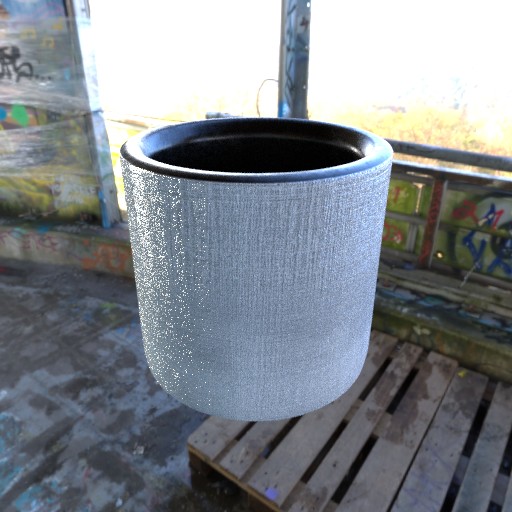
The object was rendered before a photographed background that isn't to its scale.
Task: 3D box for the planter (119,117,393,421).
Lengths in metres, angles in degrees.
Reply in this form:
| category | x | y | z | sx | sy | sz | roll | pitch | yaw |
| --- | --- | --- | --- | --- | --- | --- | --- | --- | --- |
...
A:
| category | x | y | z | sx | sy | sz | roll | pitch | yaw |
| --- | --- | --- | --- | --- | --- | --- | --- | --- | --- |
| planter | 0.000 | 0.000 | 0.298 | 0.160 | 0.156 | 0.160 | 0 | 27 | 0 |
